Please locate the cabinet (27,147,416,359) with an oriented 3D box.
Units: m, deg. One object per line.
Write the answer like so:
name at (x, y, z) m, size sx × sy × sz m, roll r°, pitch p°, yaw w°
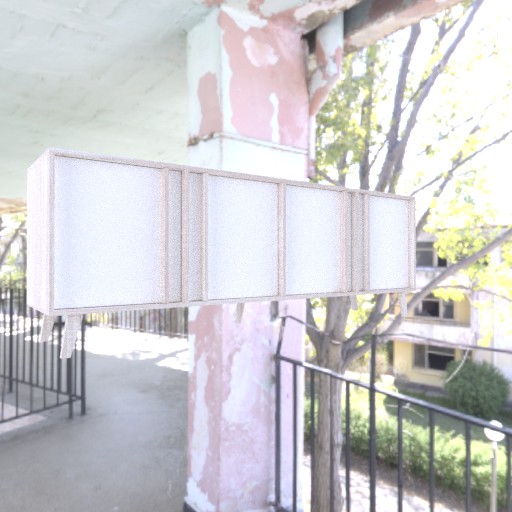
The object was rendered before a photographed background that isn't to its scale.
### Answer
cabinet at (0.000, 0.000, 2.449) m, size 2.200 × 0.780 × 0.500 m, roll 0°, pitch -1°, yaw -36°
